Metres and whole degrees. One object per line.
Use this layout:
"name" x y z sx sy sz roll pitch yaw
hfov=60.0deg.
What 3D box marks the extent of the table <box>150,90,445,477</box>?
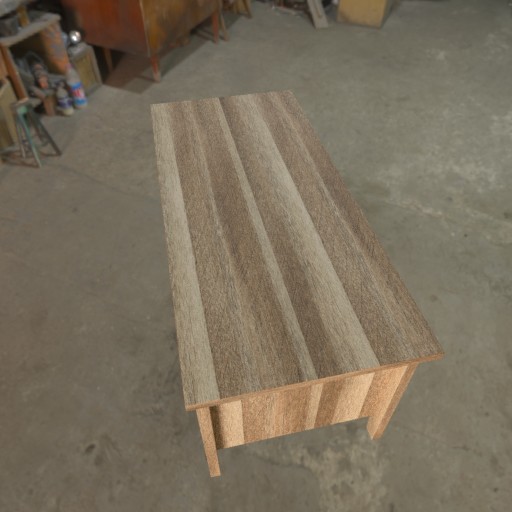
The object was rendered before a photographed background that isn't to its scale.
"table" 0.000 0.000 1.345 0.493 0.480 1.095 -9 47 -9
